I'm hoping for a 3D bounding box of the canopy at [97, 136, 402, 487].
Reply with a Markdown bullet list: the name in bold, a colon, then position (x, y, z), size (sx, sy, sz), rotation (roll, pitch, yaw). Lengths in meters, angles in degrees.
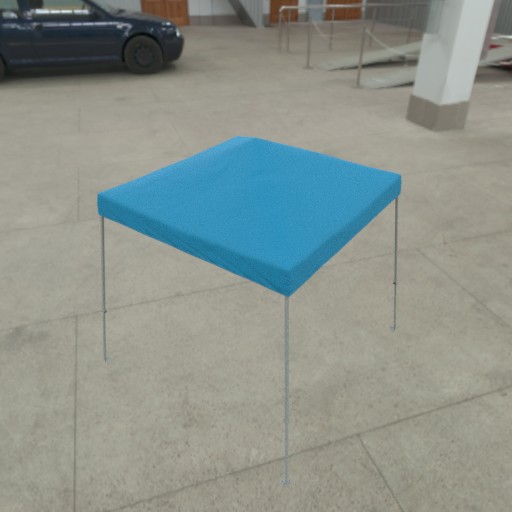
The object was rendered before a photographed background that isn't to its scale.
- **canopy**: position (0.000, 0.000, 6.646), size (3.599, 3.600, 3.600), rotation (22, 39, 30)
